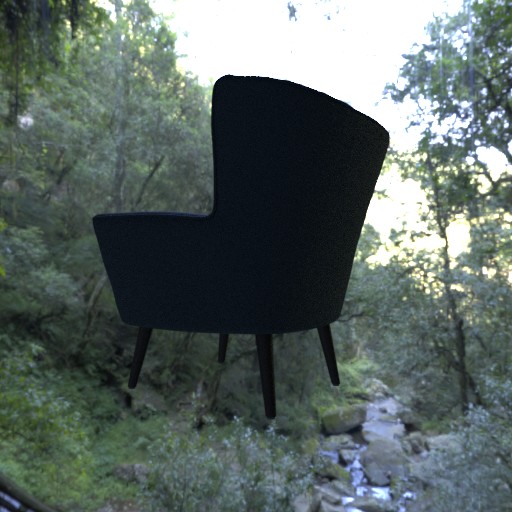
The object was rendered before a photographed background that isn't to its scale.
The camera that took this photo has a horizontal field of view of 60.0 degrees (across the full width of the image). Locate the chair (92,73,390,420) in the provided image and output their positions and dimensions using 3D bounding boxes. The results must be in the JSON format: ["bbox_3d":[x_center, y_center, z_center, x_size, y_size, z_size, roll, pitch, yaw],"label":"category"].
[{"bbox_3d":[0.000,0.000,1.559,0.888,0.933,0.781,-1,-1,36],"label":"chair"}]
